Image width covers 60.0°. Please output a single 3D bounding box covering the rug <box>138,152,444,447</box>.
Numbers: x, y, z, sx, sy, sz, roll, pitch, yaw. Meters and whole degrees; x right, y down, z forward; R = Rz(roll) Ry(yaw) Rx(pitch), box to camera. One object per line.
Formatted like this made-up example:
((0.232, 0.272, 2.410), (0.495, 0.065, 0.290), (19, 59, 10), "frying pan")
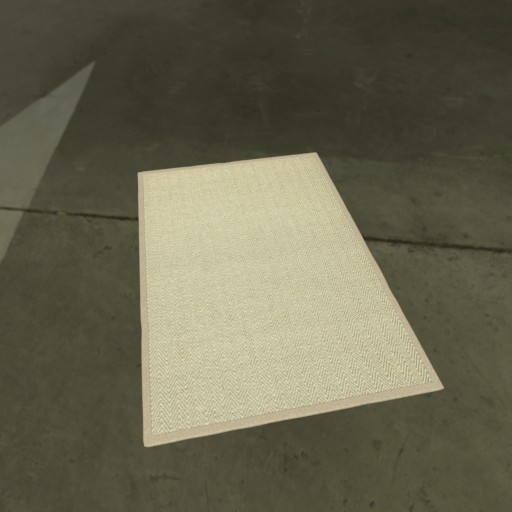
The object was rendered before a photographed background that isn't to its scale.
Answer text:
((0.000, 0.000, 2.985), (1.540, 0.021, 2.290), (-8, 46, -8), "rug")
